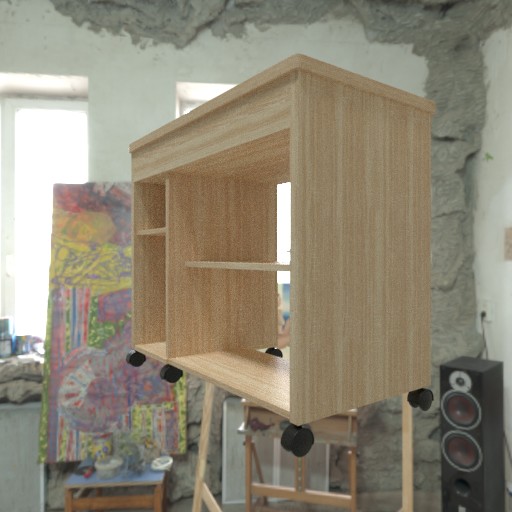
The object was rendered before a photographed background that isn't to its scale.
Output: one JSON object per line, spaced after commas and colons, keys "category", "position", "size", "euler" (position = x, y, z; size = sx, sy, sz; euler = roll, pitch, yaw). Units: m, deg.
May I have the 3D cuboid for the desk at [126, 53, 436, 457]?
{"category": "desk", "position": [0.000, 0.000, 1.326], "size": [0.480, 0.770, 0.884], "euler": [0, 0, -36]}
